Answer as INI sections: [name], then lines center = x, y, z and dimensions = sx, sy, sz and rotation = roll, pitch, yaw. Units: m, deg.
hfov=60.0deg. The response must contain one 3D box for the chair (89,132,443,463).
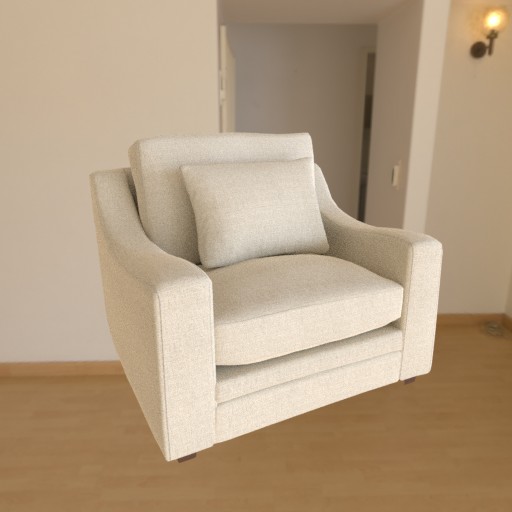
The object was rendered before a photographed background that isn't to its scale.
[chair]
center = 0.000, 0.000, 1.901
dimensions = 1.178, 1.016, 1.009
rotation = -8, 18, -26
